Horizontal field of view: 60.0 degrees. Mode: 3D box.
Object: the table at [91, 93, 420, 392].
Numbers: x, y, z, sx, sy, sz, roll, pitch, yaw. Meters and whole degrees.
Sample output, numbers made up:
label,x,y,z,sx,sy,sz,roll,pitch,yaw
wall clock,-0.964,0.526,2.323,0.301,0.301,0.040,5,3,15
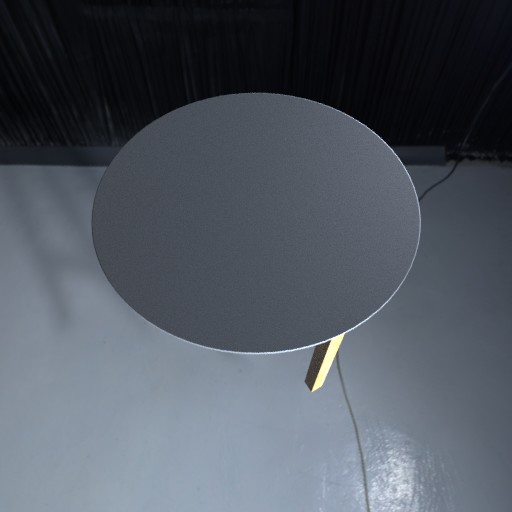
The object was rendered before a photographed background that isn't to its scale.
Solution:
label,x,y,z,sx,sy,sz,roll,pitch,yaw
table,0.000,0.000,0.995,0.600,0.405,0.600,0,58,0
